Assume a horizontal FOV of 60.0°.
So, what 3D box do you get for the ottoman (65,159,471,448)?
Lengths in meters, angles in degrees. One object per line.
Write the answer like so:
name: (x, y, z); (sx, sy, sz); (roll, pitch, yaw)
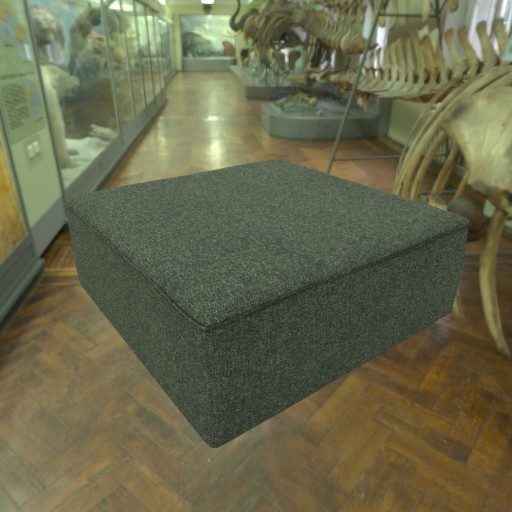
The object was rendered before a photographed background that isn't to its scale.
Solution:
ottoman: (0.000, 0.000, 1.583); (1.021, 0.423, 1.017); (-18, 31, -32)
